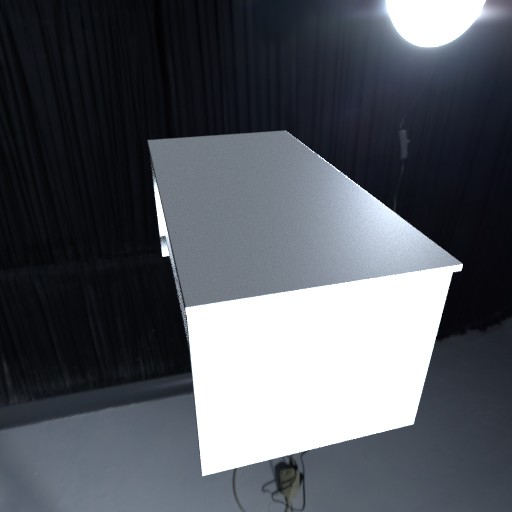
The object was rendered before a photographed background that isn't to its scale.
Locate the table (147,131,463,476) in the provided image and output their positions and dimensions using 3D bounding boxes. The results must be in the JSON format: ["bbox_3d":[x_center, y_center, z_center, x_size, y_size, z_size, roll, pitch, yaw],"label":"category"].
[{"bbox_3d":[0.000,0.000,1.269,0.500,0.441,1.000,-8,31,-13],"label":"table"}]
